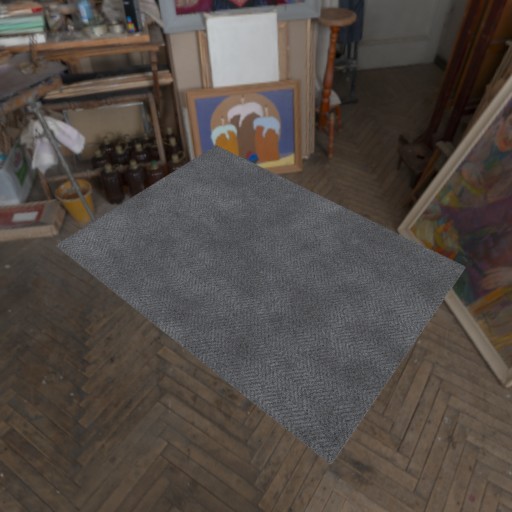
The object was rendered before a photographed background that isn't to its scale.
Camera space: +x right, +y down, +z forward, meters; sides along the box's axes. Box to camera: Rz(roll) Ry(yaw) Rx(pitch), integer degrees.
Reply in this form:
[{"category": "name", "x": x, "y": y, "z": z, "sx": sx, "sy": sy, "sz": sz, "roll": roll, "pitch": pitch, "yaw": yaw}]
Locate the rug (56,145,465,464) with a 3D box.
[{"category": "rug", "x": 0.000, "y": 0.000, "z": 2.964, "sx": 2.235, "sy": 0.008, "sz": 1.600, "roll": 31, "pitch": 54, "yaw": 26}]
